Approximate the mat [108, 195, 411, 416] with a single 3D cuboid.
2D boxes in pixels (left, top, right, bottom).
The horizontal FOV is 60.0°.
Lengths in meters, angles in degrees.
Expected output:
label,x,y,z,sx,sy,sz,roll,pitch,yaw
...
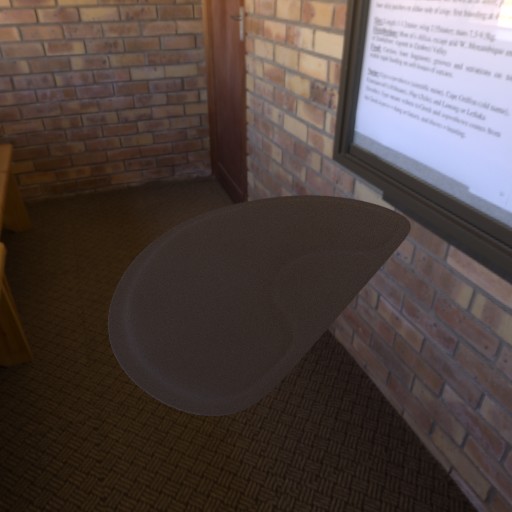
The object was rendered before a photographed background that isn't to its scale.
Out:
label,x,y,z,sx,sy,sz,roll,pitch,yaw
mat,0.000,0.000,1.849,0.913,0.013,1.524,21,38,30
